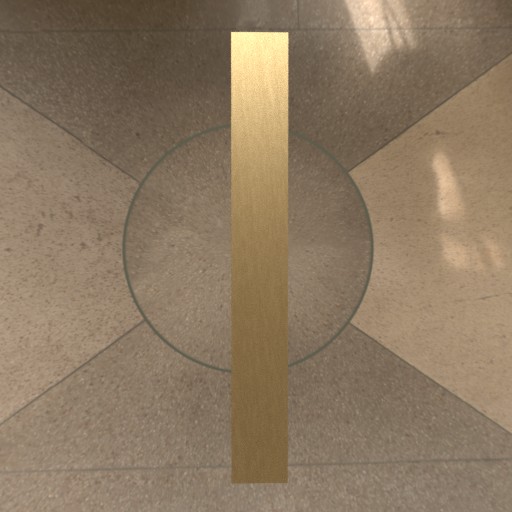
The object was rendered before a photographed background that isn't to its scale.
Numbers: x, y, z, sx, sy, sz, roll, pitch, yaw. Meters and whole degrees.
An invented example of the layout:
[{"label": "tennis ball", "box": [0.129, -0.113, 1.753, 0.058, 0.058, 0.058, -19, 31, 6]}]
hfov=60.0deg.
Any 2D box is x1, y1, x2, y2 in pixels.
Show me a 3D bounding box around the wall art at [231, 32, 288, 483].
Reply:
[{"label": "wall art", "box": [0.000, 0.000, 0.451, 0.038, 0.305, 0.304, 0, 91, -1]}]
